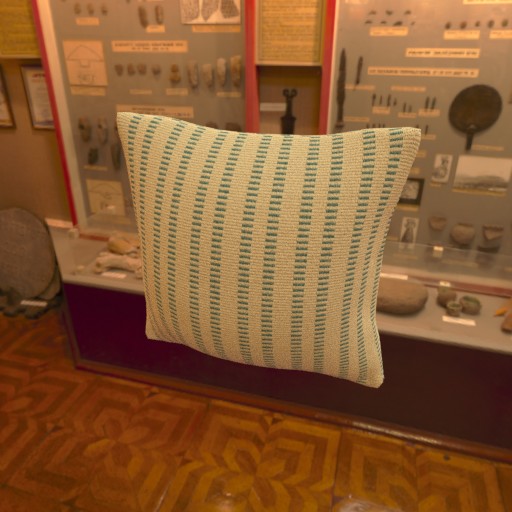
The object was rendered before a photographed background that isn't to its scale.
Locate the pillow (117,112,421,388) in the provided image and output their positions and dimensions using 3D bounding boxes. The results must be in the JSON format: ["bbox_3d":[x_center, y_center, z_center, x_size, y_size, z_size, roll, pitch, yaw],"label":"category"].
[{"bbox_3d":[0.000,0.000,0.696,0.438,0.419,0.247,8,28,16],"label":"pillow"}]
